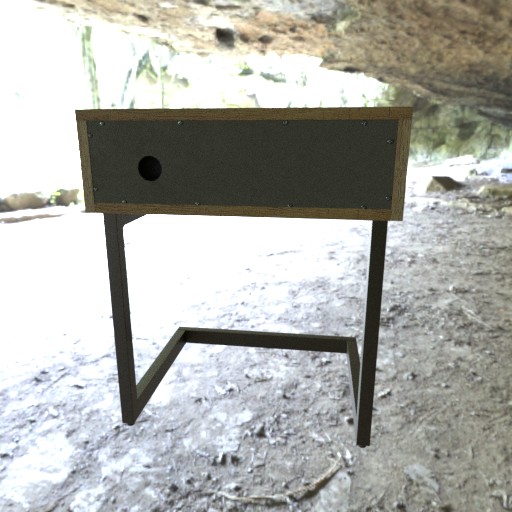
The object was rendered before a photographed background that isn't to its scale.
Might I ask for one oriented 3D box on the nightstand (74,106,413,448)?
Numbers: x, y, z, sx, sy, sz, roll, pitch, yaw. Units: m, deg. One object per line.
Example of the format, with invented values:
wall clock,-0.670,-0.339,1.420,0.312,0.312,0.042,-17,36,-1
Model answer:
nightstand,0.000,0.000,1.030,0.558,0.632,0.481,2,16,8
